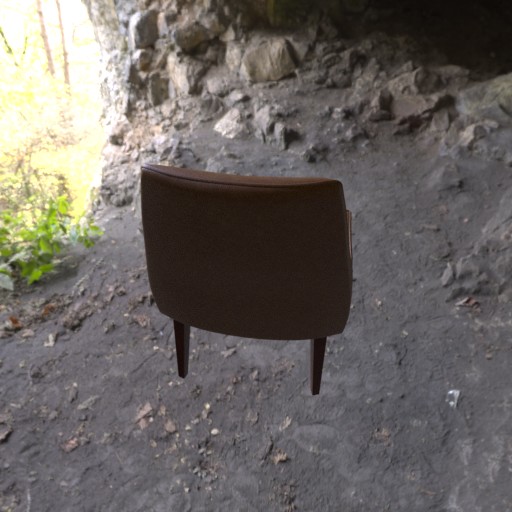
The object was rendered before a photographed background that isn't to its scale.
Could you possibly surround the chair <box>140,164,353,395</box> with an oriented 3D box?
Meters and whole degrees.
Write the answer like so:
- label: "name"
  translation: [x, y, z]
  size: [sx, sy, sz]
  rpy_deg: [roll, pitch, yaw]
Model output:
- label: "chair"
  translation: [0.000, 0.000, 1.217]
  size: [0.529, 0.861, 0.544]
  rpy_deg: [6, 46, 6]
